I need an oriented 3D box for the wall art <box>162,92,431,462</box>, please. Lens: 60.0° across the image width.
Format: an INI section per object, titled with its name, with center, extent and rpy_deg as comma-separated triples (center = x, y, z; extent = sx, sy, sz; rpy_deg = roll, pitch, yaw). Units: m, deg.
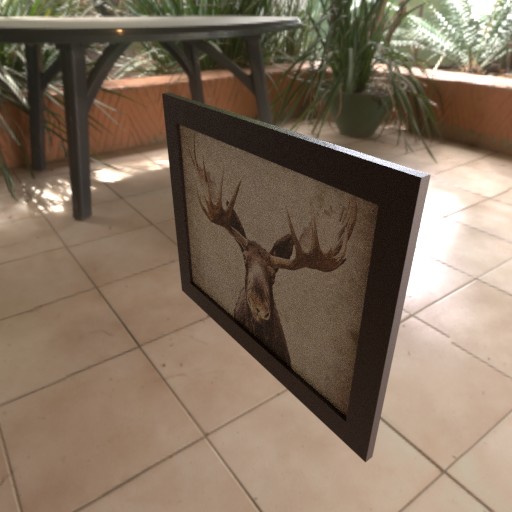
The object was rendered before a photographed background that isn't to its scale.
[wall art]
center = 0.000, 0.000, 1.601
extent = 0.034, 0.952, 1.207
rpy_deg = -21, 36, -31
